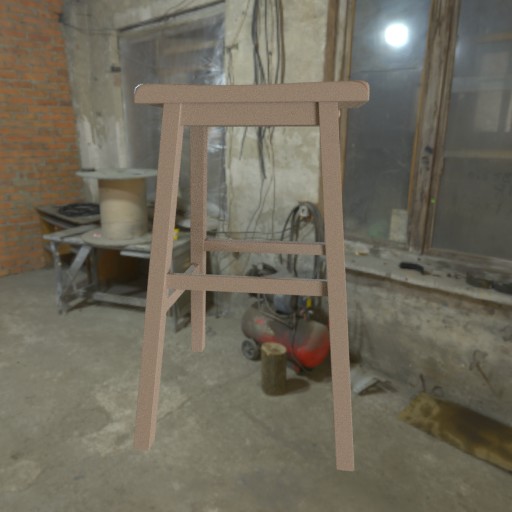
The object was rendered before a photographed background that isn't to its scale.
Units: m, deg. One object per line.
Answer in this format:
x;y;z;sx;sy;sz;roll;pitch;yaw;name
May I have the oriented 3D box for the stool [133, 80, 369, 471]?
0.000;0.000;1.035;0.457;0.737;0.476;2;16;8;stool
